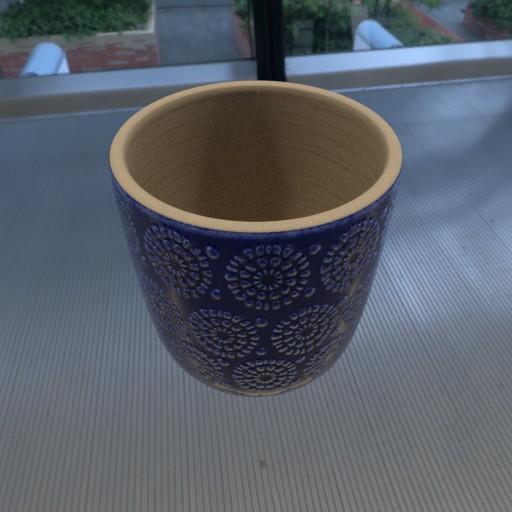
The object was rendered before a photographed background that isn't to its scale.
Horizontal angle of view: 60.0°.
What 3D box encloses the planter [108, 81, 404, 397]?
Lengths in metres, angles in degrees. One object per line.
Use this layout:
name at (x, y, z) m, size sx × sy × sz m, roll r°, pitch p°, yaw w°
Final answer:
planter at (0.000, 0.000, 0.349) m, size 0.184 × 0.206 × 0.184 m, roll 0°, pitch 44°, yaw 0°
